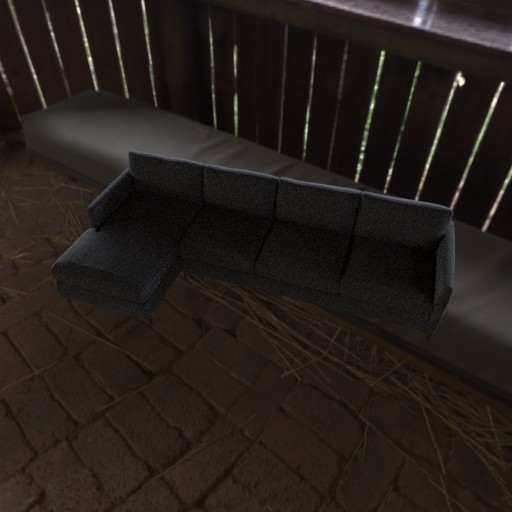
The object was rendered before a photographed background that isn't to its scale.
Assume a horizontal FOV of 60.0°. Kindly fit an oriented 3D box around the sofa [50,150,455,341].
[{"bbox_3d":[0.000,0.000,3.515,2.932,0.810,1.350,13,45,13],"label":"sofa"}]
